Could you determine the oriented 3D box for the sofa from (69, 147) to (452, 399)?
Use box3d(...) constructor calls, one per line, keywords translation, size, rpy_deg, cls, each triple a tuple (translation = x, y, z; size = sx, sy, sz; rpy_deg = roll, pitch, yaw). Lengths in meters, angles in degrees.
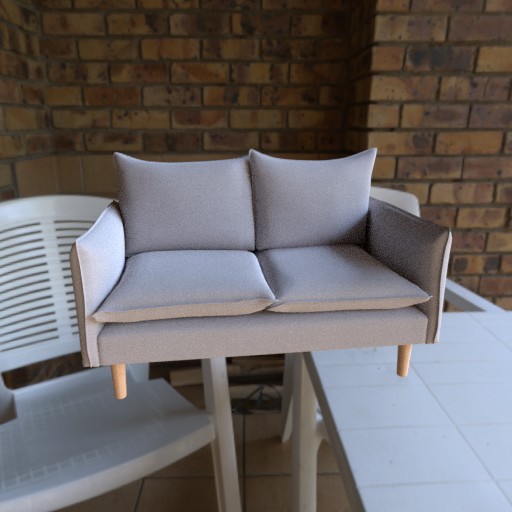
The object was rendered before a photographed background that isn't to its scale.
box3d(translation=(0.000, 0.000, 1.836), size=(1.300, 0.840, 0.820), rpy_deg=(-2, 16, -7), cls="sofa")
